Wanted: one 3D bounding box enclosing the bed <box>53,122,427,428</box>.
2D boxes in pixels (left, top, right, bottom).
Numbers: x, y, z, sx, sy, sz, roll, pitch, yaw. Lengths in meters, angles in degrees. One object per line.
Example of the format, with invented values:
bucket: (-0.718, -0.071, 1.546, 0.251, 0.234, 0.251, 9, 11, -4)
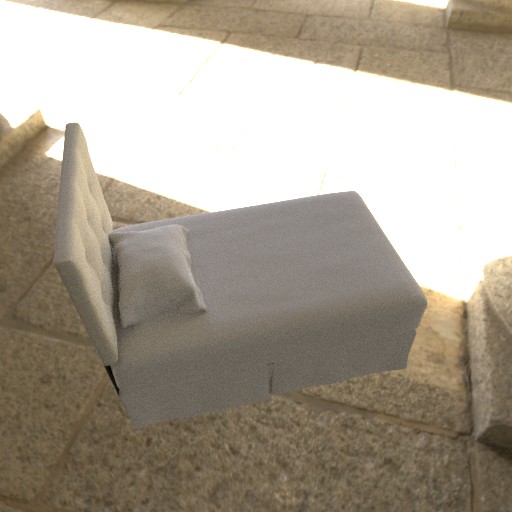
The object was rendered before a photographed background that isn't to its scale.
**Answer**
bed: (0.000, 0.000, 2.880, 1.997, 1.571, 1.261, -10, 47, -10)
